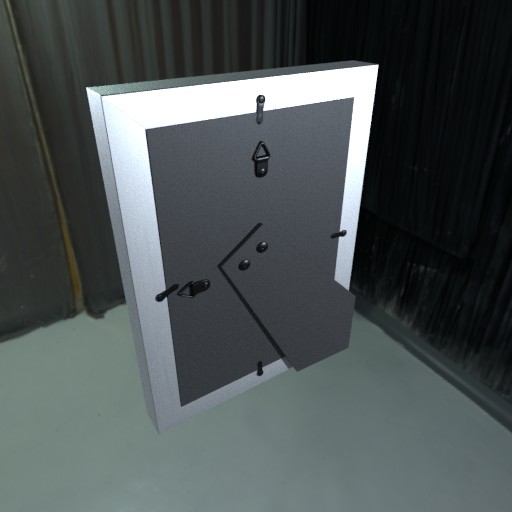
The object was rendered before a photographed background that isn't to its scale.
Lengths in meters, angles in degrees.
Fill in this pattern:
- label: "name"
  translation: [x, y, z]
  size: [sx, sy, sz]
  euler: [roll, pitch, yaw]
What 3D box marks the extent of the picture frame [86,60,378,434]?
- label: "picture frame"
  translation: [0.000, 0.000, 0.272]
  size: [0.157, 0.208, 0.028]
  euler: [-19, 36, -28]
